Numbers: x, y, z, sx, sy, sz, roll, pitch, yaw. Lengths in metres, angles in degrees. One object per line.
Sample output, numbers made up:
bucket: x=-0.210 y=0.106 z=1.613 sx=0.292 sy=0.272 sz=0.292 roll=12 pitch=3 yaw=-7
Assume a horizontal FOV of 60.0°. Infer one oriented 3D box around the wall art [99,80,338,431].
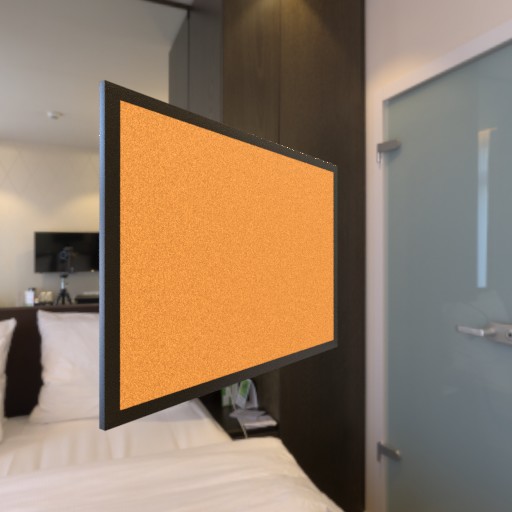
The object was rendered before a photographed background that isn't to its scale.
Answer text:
wall art: x=0.000 y=0.000 z=1.029 sx=0.015 sy=0.552 sz=0.819 roll=0 pitch=0 yaw=36
